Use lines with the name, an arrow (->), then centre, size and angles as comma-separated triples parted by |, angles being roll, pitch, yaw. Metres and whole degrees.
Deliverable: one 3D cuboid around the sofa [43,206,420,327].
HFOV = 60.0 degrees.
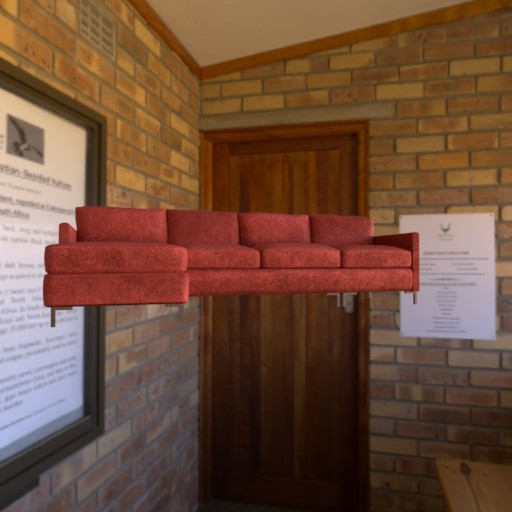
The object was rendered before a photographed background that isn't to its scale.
sofa -> 0.000, 0.000, 4.097 | 3.400, 0.967, 1.500 | 0, -1, -18
